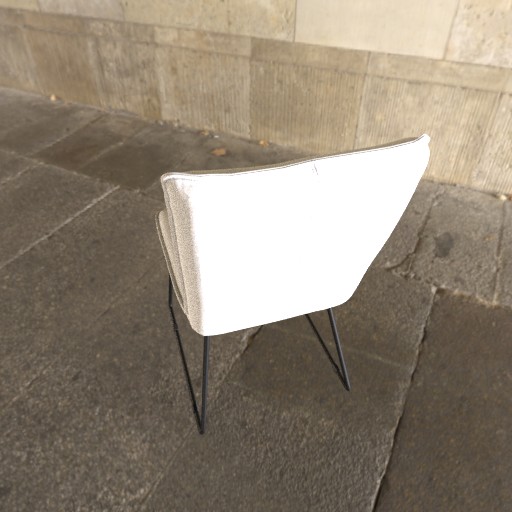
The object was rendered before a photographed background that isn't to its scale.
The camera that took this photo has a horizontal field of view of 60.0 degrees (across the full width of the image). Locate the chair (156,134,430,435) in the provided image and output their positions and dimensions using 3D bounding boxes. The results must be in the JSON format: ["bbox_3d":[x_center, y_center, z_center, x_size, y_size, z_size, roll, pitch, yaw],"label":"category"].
[{"bbox_3d":[0.000,0.000,1.278,0.515,0.930,0.688,-12,41,-14],"label":"chair"}]
